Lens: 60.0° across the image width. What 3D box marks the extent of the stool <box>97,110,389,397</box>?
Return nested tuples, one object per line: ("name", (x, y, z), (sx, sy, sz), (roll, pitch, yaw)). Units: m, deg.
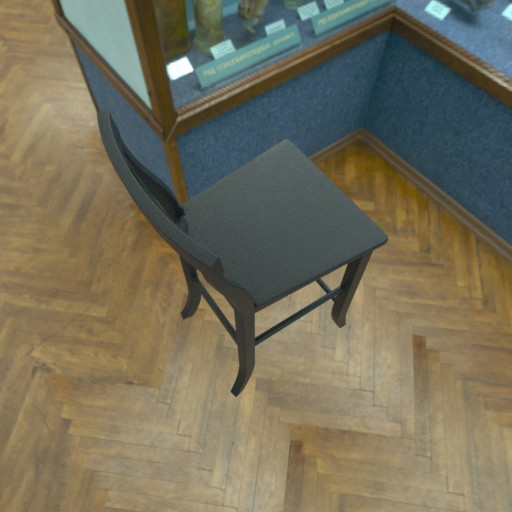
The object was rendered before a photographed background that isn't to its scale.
("stool", (0.000, 0.000, 1.301), (0.559, 0.989, 0.452), (-31, 64, -17))
